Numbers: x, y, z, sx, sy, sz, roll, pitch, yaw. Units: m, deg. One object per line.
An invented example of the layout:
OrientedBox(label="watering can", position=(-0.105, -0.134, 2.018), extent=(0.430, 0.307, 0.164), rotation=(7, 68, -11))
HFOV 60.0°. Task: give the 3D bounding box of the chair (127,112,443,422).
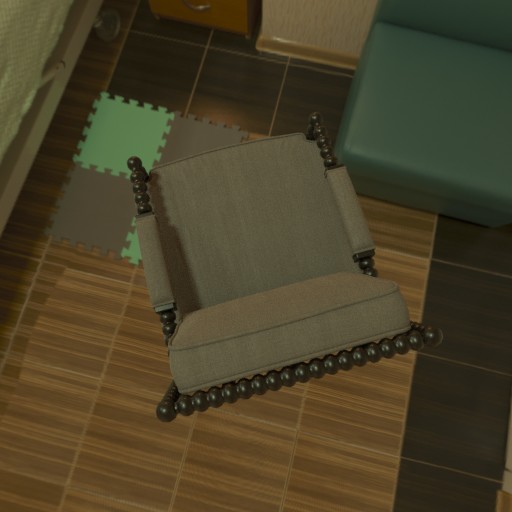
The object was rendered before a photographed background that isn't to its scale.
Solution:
OrientedBox(label="chair", position=(0.000, 0.000, 1.110), extent=(0.540, 0.661, 0.622), rotation=(-15, 76, -4))
